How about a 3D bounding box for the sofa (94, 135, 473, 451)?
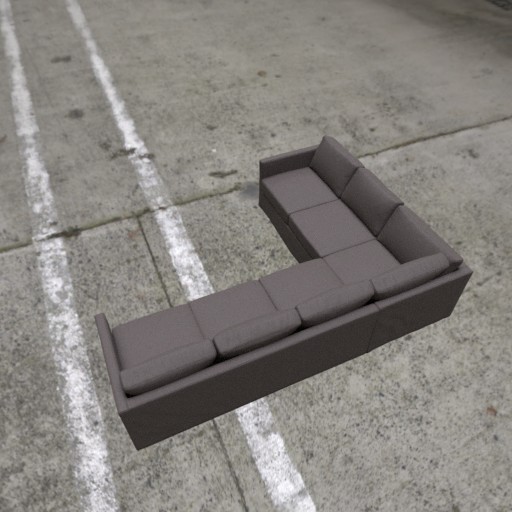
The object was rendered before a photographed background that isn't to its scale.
[{"bbox_3d":[0.000,0.000,4.420,3.182,0.871,2.432,-18,48,-17],"label":"sofa"}]
